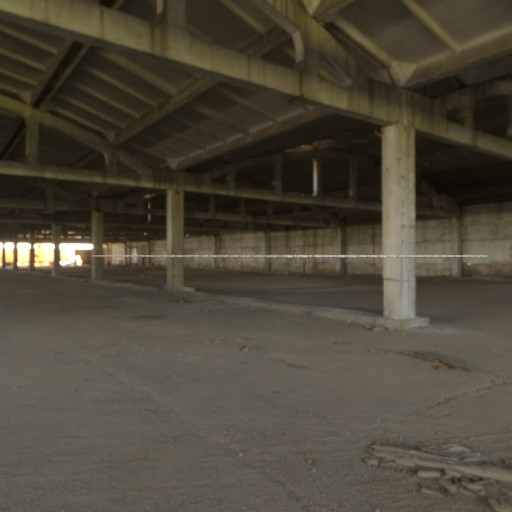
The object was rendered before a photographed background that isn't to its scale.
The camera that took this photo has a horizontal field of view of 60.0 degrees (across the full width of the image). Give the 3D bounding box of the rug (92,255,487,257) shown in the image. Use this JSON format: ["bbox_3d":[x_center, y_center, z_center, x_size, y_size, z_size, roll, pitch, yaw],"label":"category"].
[{"bbox_3d":[0.000,0.000,3.091,1.549,0.010,2.464,0,0,-37],"label":"rug"}]
